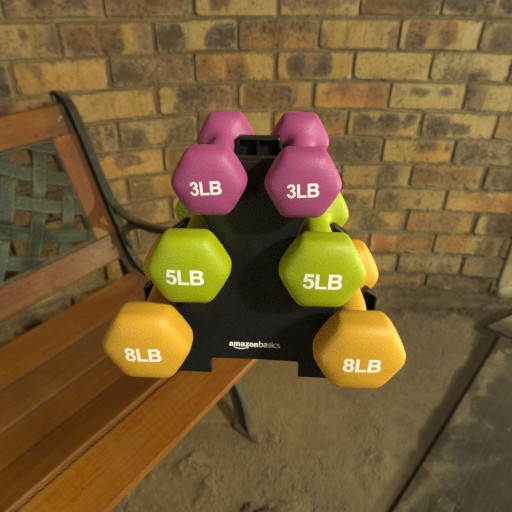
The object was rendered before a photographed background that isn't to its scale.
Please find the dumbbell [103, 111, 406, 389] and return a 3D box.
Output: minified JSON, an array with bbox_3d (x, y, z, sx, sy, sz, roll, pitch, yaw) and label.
[{"bbox_3d":[0.000,0.000,0.473,0.300,0.271,0.190,2,31,3],"label":"dumbbell"}]
